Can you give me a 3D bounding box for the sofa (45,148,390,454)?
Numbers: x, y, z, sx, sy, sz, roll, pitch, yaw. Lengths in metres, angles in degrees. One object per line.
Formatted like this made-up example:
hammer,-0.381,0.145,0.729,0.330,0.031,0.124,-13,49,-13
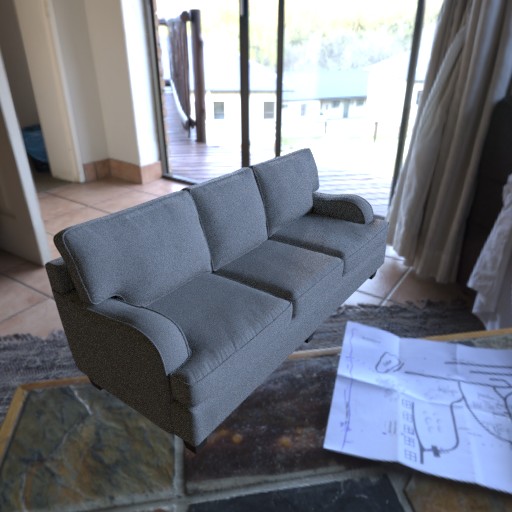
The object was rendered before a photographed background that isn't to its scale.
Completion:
sofa,0.000,0.000,2.930,1.016,0.997,2.323,18,31,32
